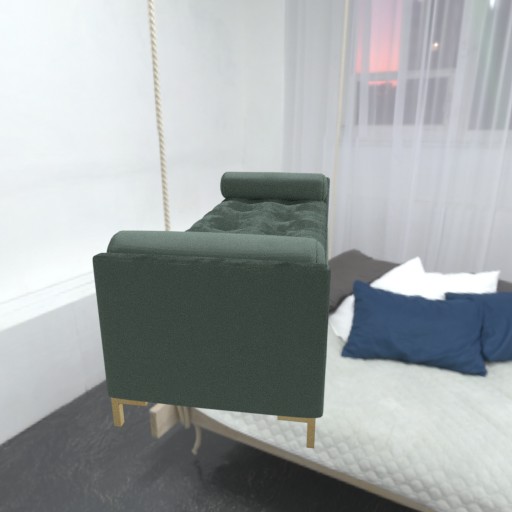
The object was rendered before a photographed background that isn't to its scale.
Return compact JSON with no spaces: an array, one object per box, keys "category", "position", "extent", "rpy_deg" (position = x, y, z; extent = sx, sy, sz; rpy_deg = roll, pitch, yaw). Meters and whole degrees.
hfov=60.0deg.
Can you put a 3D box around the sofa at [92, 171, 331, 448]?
[{"category":"sofa","position":[0.000,0.000,2.442],"extent":[0.796,0.705,2.102],"rpy_deg":[3,18,9]}]
